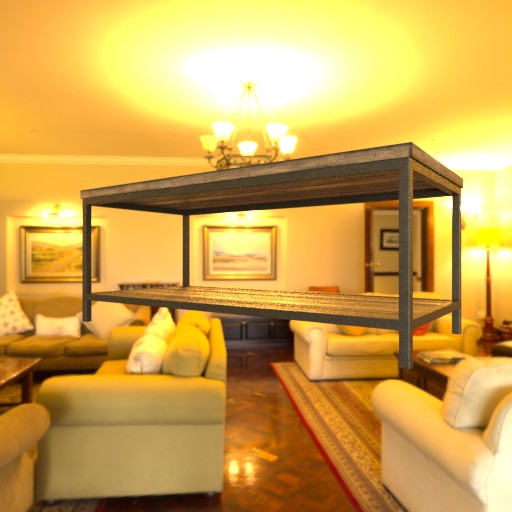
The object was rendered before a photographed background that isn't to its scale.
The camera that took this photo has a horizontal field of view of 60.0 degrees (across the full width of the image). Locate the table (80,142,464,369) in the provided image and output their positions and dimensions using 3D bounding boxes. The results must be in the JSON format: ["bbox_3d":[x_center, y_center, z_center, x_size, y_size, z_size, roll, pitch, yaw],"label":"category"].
[{"bbox_3d":[0.000,0.000,1.245,0.990,0.399,0.452,0,0,36],"label":"table"}]
